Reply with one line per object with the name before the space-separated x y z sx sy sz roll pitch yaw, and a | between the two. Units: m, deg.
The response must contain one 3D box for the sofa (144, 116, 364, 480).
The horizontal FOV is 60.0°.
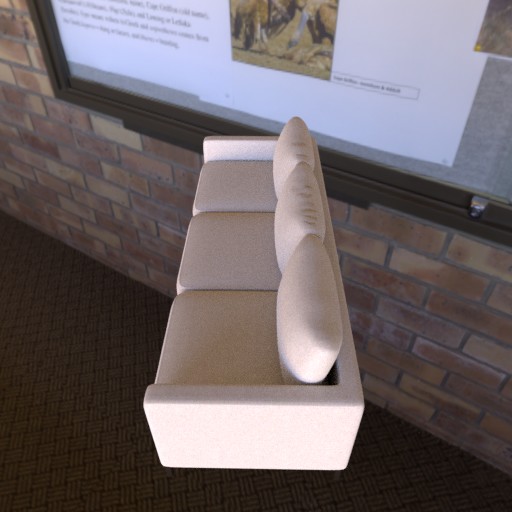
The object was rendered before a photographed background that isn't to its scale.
sofa | 0.000 0.000 2.620 0.859 0.874 2.218 1 41 1
